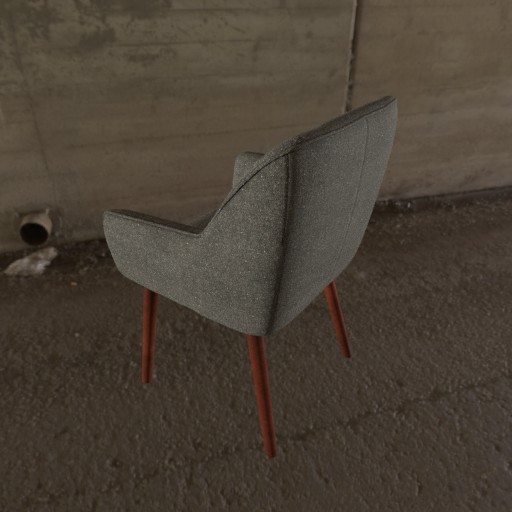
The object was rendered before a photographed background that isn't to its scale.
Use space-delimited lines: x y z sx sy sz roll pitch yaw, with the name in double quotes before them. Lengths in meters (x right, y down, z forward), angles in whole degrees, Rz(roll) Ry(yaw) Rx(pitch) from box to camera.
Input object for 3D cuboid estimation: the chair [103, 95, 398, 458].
"chair" 0.000 0.000 1.156 0.519 0.803 0.543 21 37 30
